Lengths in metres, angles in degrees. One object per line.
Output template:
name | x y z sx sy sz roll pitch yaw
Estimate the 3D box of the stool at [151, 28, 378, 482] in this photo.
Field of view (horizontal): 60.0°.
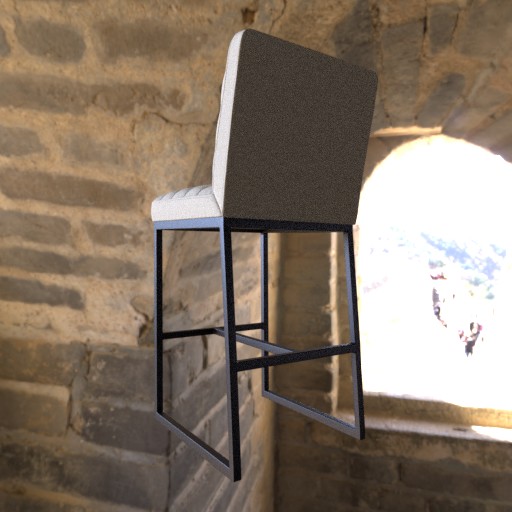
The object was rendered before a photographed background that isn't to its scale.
stool | 0.000 0.000 1.330 0.460 1.040 0.560 0 0 -34
